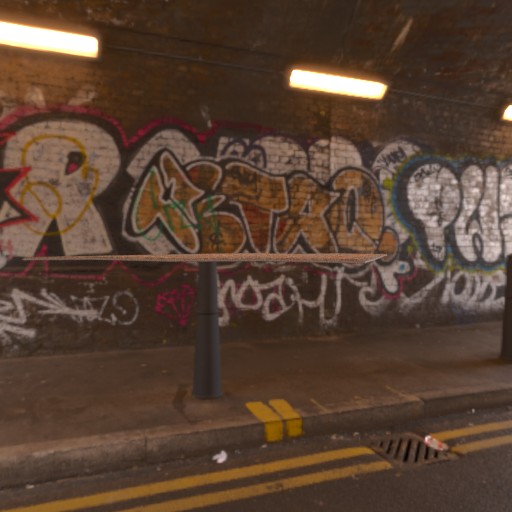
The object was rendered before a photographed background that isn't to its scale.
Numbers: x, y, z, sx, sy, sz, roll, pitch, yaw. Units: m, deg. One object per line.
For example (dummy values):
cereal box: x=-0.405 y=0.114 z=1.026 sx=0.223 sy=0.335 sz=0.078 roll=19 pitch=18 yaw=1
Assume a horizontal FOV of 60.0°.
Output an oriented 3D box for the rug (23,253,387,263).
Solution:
rug: x=0.000 y=0.000 z=3.746 sx=2.043 sy=0.026 sz=2.901 roll=0 pitch=1 yaw=18
